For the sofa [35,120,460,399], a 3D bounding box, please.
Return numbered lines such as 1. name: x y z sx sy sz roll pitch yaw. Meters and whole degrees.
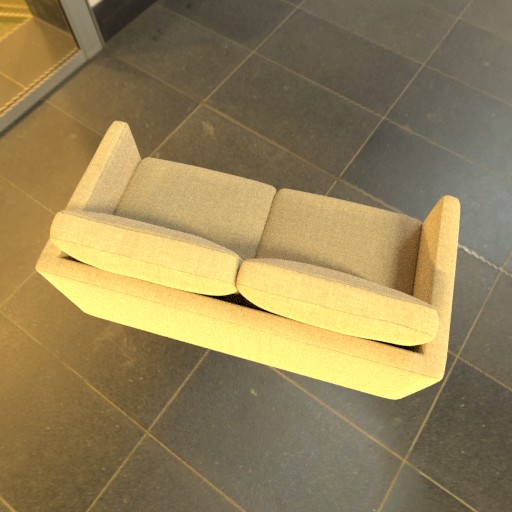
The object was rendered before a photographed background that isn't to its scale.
1. sofa: 0.000 0.000 2.354 1.884 0.963 0.950 14 66 7
